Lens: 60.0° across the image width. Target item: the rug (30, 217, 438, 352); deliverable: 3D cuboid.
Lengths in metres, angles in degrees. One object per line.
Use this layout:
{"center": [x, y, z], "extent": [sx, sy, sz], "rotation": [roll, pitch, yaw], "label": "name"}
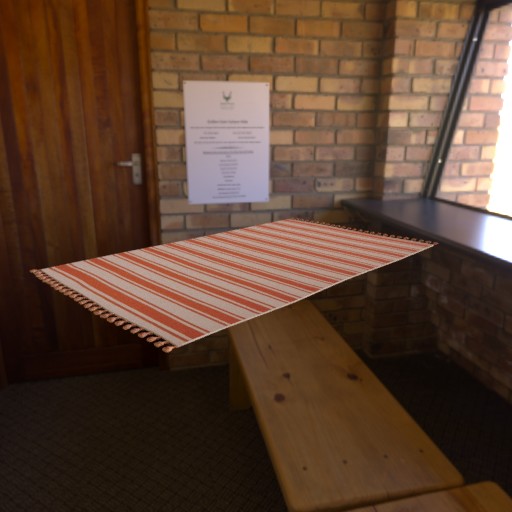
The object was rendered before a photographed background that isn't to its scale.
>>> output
{"center": [0.000, 0.000, 2.562], "extent": [2.092, 0.017, 1.232], "rotation": [-15, 22, -43], "label": "rug"}
